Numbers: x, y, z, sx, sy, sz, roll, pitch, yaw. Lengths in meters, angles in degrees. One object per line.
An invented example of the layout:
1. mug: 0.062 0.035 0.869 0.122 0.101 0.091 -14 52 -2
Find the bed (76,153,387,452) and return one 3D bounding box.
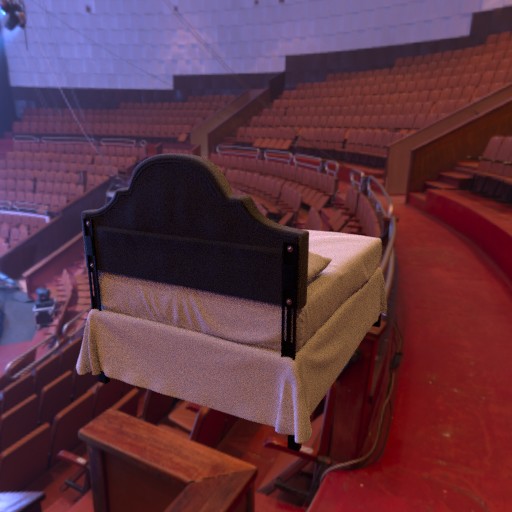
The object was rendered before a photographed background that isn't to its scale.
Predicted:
1. bed: 0.000 0.000 3.488 1.780 1.634 2.222 8 17 27
